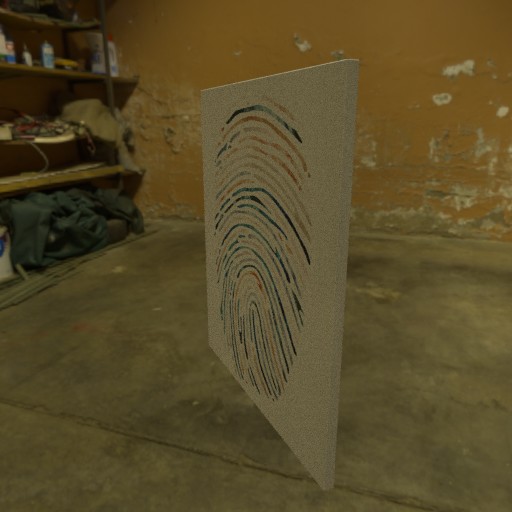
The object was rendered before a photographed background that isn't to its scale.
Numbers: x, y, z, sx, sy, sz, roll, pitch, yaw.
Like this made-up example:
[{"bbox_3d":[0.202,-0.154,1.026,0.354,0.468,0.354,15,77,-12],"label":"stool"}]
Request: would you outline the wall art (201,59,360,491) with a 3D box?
[{"bbox_3d":[0.000,0.000,0.958,0.021,0.710,0.609,-8,18,-24],"label":"wall art"}]
